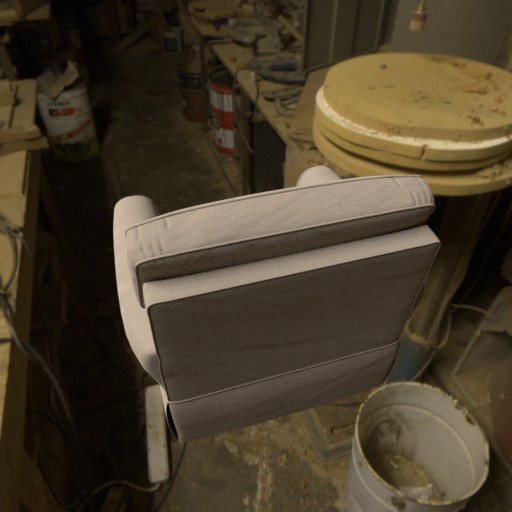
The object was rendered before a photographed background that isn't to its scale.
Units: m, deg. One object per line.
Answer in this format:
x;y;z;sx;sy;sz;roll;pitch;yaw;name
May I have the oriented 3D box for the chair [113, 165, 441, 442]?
0.000;0.000;1.873;1.135;1.017;0.988;-12;43;-13;chair
